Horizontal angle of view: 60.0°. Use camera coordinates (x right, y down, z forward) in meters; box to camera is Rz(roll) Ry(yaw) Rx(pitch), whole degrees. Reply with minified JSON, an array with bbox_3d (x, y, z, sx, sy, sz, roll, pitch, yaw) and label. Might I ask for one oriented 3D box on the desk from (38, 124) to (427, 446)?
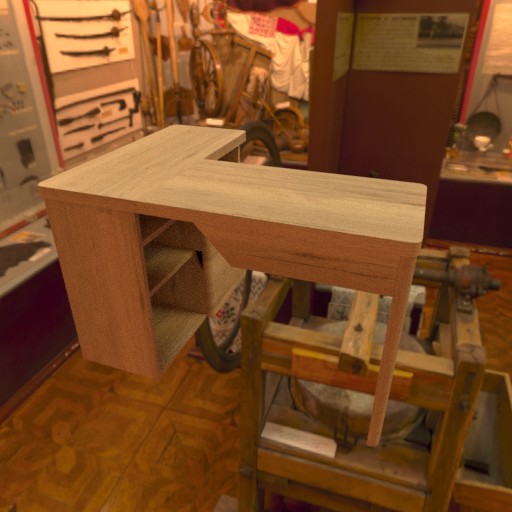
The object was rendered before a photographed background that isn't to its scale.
[{"bbox_3d":[0.000,0.000,1.781,1.169,0.760,0.900,10,31,17],"label":"desk"}]
